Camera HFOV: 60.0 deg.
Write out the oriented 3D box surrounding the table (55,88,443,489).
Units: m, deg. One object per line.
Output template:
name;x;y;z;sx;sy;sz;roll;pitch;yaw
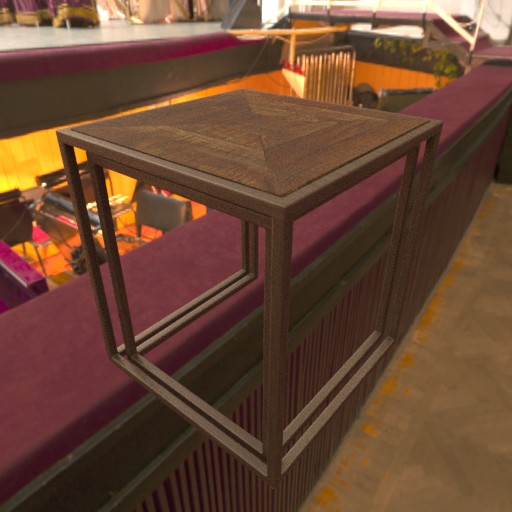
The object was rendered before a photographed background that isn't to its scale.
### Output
table;0.000;0.000;0.848;0.450;0.500;0.449;23;38;33
